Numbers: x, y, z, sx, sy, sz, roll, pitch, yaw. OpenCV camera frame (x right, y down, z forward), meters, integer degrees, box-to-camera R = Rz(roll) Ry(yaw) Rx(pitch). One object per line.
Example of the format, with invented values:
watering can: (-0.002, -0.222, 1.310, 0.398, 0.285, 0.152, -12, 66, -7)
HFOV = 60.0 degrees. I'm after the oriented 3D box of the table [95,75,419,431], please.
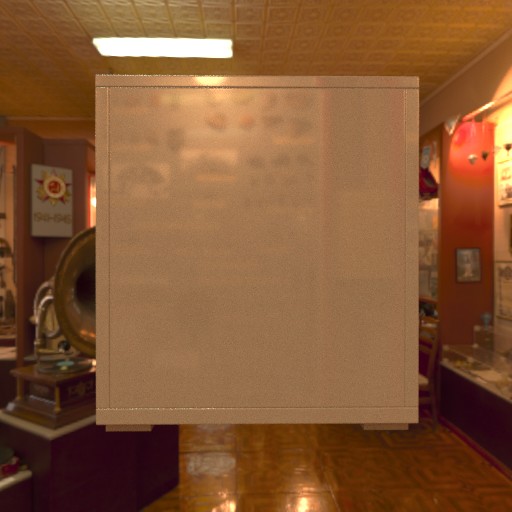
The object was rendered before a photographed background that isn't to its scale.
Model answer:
table: (0.000, 0.000, 0.775, 0.420, 0.470, 0.400, 0, 0, -1)
